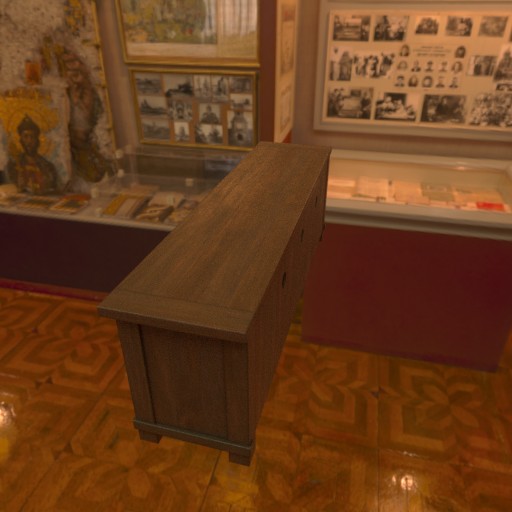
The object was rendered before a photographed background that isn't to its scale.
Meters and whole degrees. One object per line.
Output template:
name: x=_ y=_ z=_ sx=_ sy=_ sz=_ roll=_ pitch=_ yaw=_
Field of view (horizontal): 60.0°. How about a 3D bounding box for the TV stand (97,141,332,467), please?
TV stand: x=0.000 y=0.000 z=2.184 sx=0.471 sy=0.615 sz=1.866 roll=8 pitch=31 yaw=13
